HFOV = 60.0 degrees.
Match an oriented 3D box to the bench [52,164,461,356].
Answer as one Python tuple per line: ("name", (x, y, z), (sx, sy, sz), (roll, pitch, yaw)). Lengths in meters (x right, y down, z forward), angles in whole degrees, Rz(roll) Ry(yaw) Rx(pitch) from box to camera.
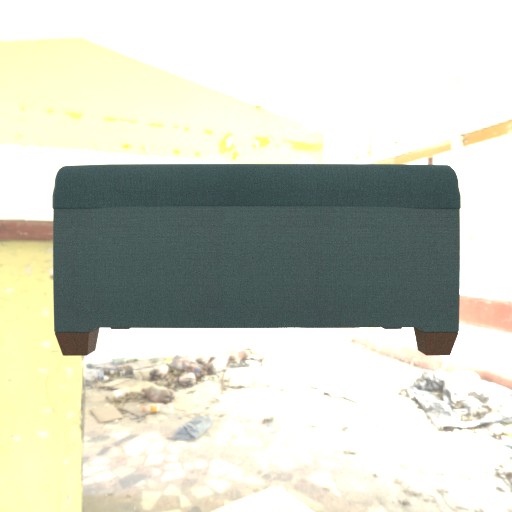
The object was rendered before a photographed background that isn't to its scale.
("bench", (0.000, 0.000, 1.265), (0.995, 0.474, 0.476), (0, 1, 0))
